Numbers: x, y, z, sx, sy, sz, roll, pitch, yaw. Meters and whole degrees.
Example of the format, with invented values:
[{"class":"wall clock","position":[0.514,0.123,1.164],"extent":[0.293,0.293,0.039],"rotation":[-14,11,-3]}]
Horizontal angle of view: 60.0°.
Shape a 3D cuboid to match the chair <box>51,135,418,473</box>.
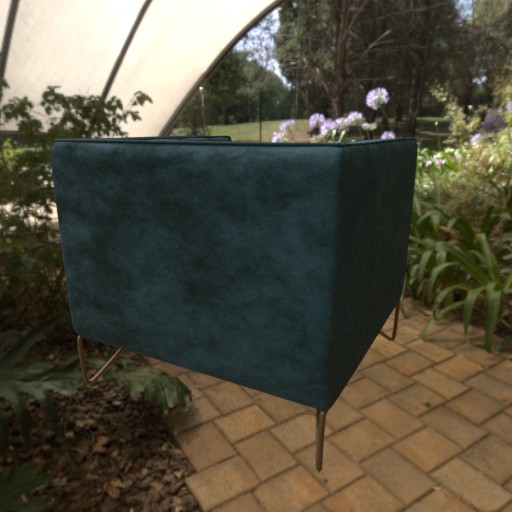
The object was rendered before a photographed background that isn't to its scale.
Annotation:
[{"class":"chair","position":[0.000,0.000,1.520],"extent":[0.880,0.790,0.894],"rotation":[9,18,27]}]
